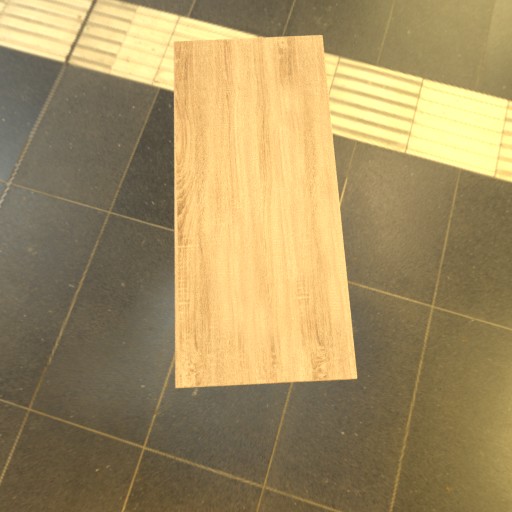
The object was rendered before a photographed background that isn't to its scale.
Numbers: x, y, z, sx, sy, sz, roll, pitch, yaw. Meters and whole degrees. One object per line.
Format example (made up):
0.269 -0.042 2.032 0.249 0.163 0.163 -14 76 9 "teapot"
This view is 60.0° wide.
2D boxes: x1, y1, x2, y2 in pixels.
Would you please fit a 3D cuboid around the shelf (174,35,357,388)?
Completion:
0.000 0.000 1.883 0.450 1.390 1.000 -3 76 -1 "shelf"
